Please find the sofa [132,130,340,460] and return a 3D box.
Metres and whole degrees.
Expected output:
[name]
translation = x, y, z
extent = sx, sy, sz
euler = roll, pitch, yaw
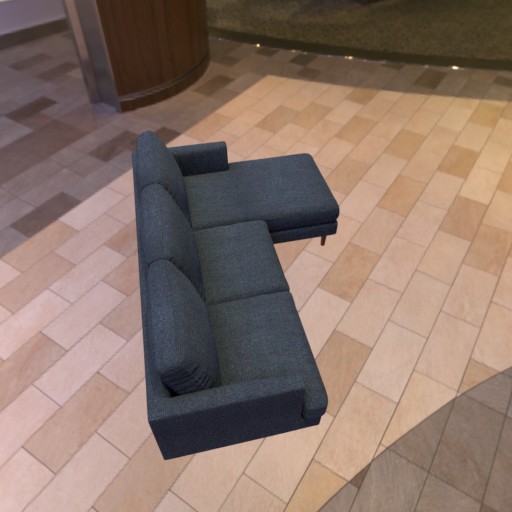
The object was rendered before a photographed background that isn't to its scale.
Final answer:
[sofa]
translation = 0.000, 0.000, 3.007
extent = 1.504, 0.956, 2.233
euler = -9, 47, -9
